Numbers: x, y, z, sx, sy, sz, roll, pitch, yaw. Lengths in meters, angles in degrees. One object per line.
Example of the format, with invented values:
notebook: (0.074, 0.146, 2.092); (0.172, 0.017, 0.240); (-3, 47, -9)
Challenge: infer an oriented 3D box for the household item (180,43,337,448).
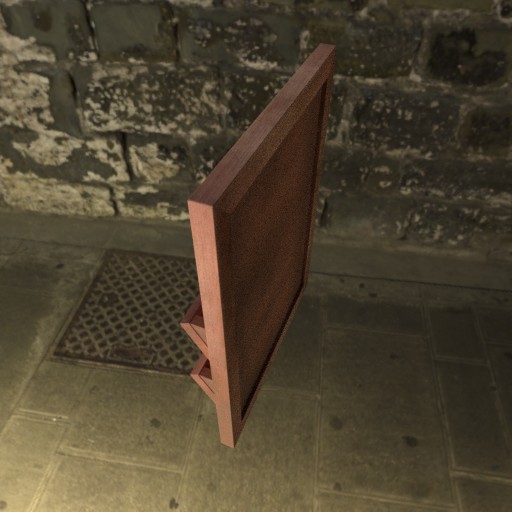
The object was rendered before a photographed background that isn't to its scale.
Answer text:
household item: (0.000, 0.000, 0.548); (0.067, 0.407, 0.310); (17, 48, 16)
